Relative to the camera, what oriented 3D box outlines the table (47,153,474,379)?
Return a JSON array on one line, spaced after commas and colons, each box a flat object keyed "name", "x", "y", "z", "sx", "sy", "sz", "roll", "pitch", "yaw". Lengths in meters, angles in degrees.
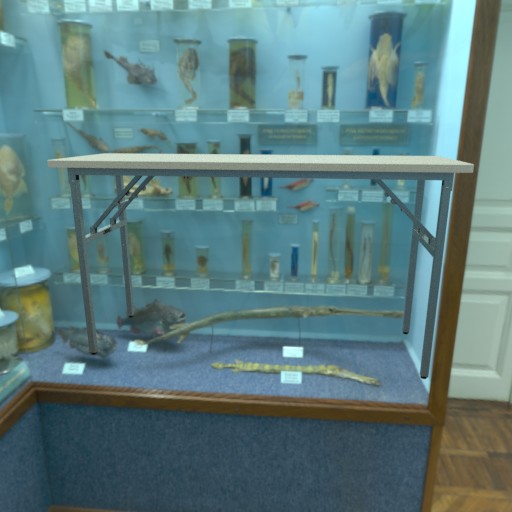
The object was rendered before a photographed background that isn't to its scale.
[{"name": "table", "x": 0.000, "y": 0.000, "z": 1.733, "sx": 1.397, "sy": 0.750, "sz": 0.446, "roll": 2, "pitch": 16, "yaw": 8}]
